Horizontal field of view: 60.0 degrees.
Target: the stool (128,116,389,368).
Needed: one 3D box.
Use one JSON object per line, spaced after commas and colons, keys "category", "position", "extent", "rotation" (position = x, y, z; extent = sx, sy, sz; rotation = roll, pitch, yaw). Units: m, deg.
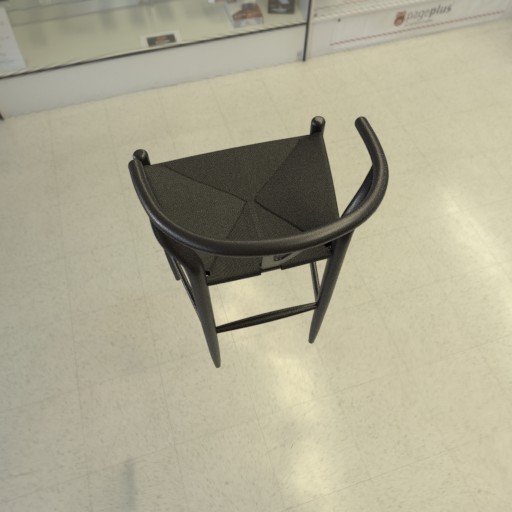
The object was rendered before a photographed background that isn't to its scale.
{"category": "stool", "position": [0.000, 0.000, 1.329], "extent": [0.569, 0.970, 0.579], "rotation": [-13, 59, -8]}
